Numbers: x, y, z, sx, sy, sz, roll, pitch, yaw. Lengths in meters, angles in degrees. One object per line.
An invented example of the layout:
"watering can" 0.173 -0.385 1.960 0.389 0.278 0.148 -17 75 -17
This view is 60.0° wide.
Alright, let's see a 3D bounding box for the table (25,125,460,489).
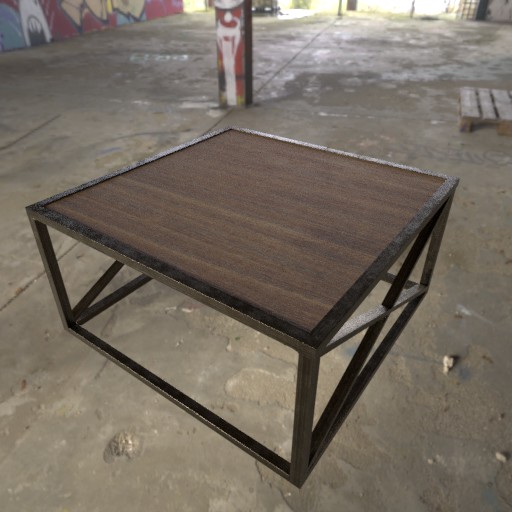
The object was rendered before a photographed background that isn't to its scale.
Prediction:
"table" 0.000 0.000 1.416 0.909 0.451 0.899 22 39 29
